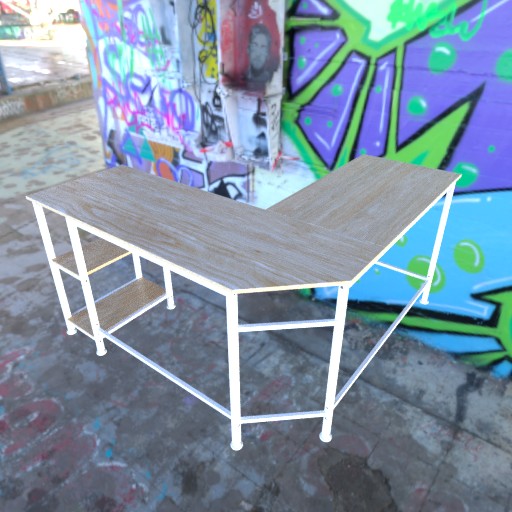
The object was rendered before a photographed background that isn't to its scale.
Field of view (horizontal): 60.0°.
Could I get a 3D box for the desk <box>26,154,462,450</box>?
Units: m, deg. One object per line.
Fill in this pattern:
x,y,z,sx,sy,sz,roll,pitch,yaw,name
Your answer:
0.000,0.000,2.159,1.379,0.739,1.379,21,37,31,desk
